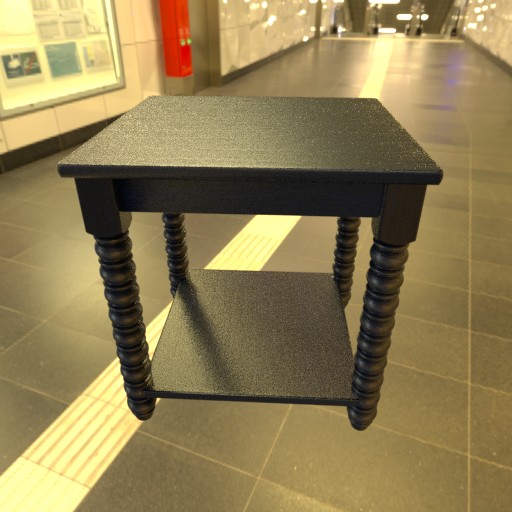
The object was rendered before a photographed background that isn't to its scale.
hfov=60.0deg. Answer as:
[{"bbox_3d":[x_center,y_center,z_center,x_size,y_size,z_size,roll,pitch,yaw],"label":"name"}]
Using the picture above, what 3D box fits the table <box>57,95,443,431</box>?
[{"bbox_3d":[0.000,0.000,0.957,0.533,0.567,0.500,2,30,3],"label":"table"}]
